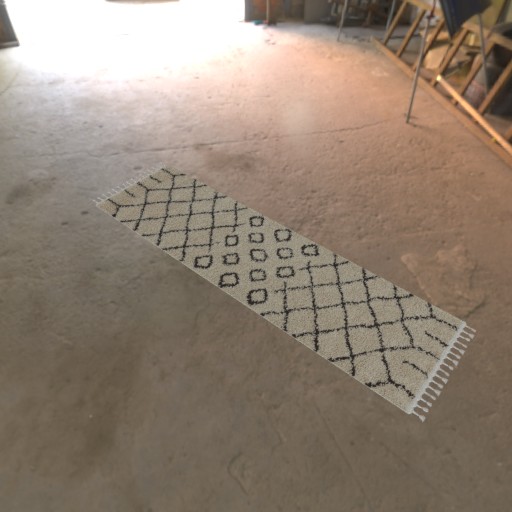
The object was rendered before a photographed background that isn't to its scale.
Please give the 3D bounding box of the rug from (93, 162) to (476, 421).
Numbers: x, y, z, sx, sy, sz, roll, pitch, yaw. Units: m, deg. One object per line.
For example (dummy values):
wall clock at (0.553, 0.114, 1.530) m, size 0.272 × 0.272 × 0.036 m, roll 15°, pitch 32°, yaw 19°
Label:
rug at (0.000, 0.000, 2.688) m, size 2.464 × 0.005 × 0.660 m, roll 31°, pitch 52°, yaw 27°
